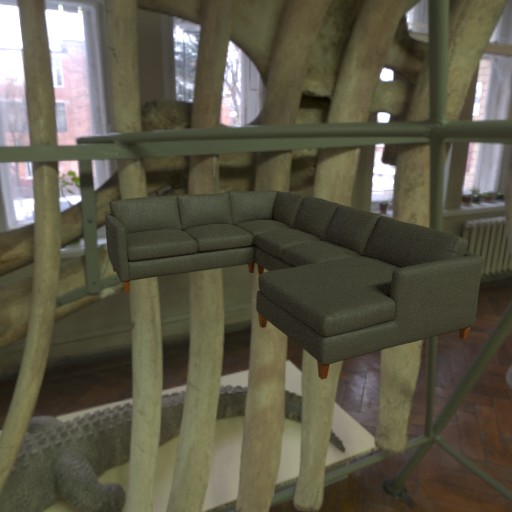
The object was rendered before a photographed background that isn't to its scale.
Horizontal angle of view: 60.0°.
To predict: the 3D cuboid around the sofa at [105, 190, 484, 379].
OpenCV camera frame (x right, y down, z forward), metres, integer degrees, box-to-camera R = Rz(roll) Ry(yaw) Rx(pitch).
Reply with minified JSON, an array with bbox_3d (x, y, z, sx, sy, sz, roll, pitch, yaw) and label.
[{"bbox_3d":[0.000,0.000,4.665,2.594,0.961,3.460,-8,18,-25],"label":"sofa"}]
